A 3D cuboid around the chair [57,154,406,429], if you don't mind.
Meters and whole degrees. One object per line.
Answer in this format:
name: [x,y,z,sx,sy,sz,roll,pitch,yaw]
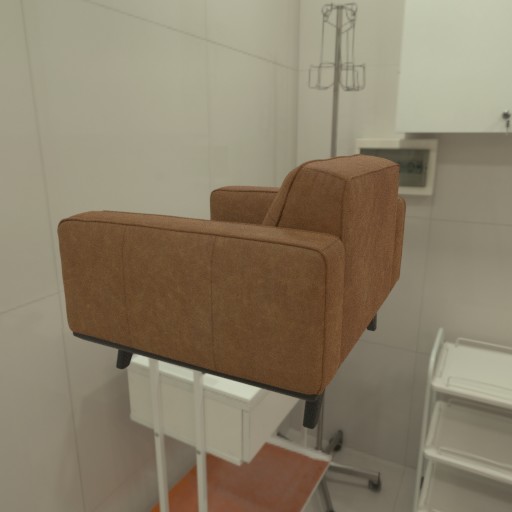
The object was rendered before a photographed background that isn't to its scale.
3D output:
chair: [0.000,0.000,1.753,0.952,0.782,1.118,8,17,27]
